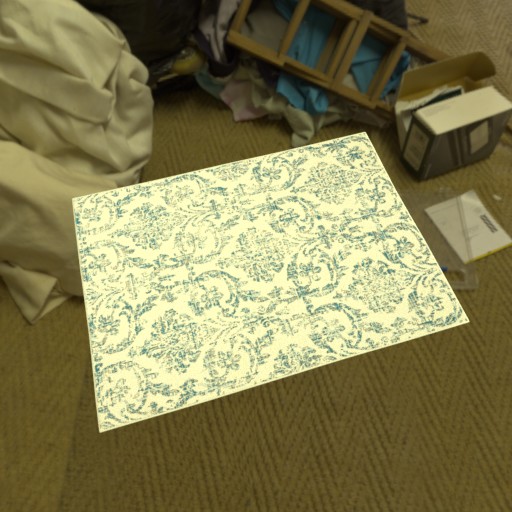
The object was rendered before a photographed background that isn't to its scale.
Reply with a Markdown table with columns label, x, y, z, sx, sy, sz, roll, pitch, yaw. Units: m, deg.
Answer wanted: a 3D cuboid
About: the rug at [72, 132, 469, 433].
| label | x | y | z | sx | sy | sz | roll | pitch | yaw |
| --- | --- | --- | --- | --- | --- | --- | --- | --- | --- |
| rug | 0.000 | 0.000 | 2.859 | 2.197 | 0.014 | 1.586 | -14 | 63 | -8 |
